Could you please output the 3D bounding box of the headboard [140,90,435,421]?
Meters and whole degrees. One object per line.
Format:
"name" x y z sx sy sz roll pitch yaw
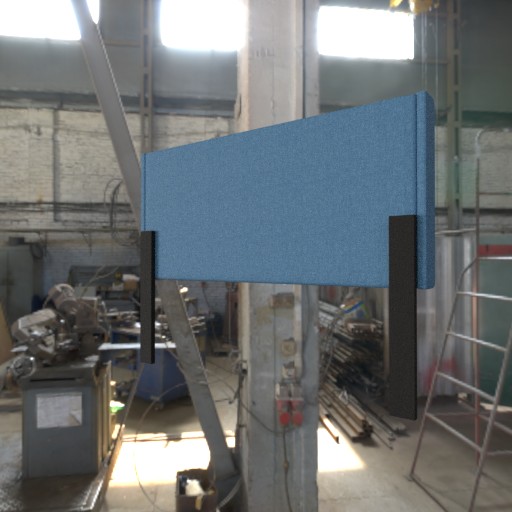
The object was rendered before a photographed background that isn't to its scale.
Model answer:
"headboard" 0.000 0.000 2.701 2.051 1.524 0.184 0 -1 37
